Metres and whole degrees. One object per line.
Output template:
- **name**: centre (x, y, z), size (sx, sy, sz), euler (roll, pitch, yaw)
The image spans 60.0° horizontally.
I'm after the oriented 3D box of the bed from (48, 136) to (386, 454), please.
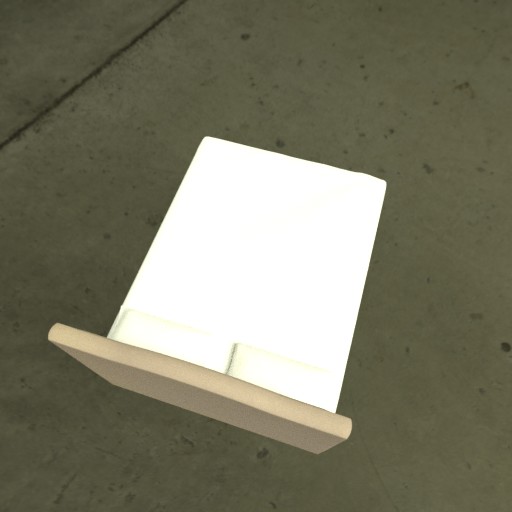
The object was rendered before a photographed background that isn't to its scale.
- **bed**: centre (0.000, 0.000, 3.368), size (1.821, 1.436, 2.282), euler (16, 64, 8)
